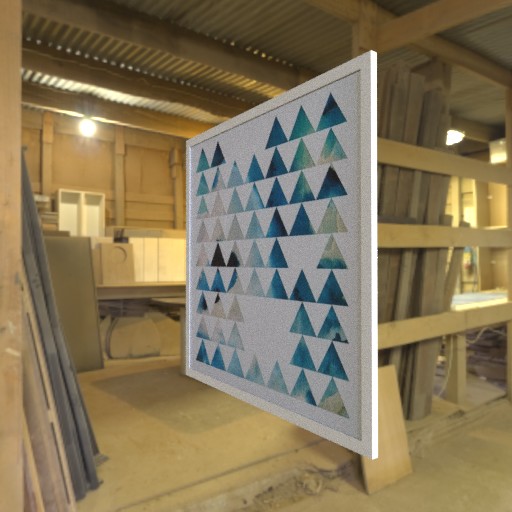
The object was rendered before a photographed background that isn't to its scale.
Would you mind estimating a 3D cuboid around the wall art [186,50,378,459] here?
[{"bbox_3d":[0.000,0.000,0.833,0.012,0.557,0.557,1,-1,-36],"label":"wall art"}]
